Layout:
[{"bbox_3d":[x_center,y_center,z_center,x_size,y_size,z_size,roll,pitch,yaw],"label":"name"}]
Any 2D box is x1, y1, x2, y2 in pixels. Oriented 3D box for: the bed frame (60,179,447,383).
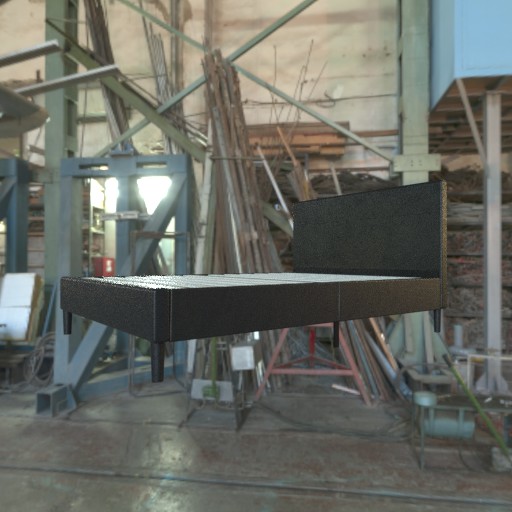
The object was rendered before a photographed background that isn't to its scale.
[{"bbox_3d":[0.000,0.000,3.246,2.318,1.127,1.634,0,-1,-37],"label":"bed frame"}]
